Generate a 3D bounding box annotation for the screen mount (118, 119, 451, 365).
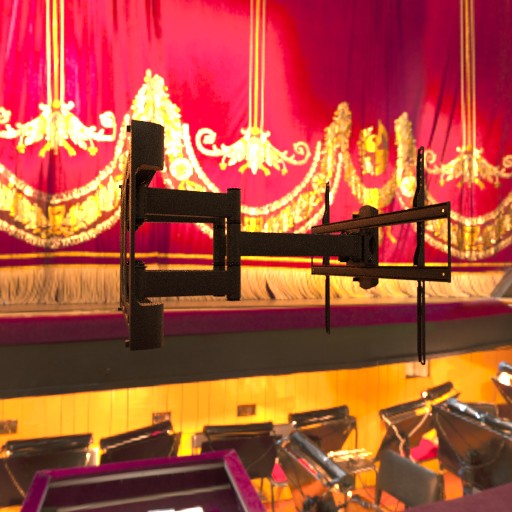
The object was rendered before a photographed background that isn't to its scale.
[{"bbox_3d":[0.000,0.000,1.104,0.644,0.491,0.661,0,-1,-18],"label":"screen mount"}]
